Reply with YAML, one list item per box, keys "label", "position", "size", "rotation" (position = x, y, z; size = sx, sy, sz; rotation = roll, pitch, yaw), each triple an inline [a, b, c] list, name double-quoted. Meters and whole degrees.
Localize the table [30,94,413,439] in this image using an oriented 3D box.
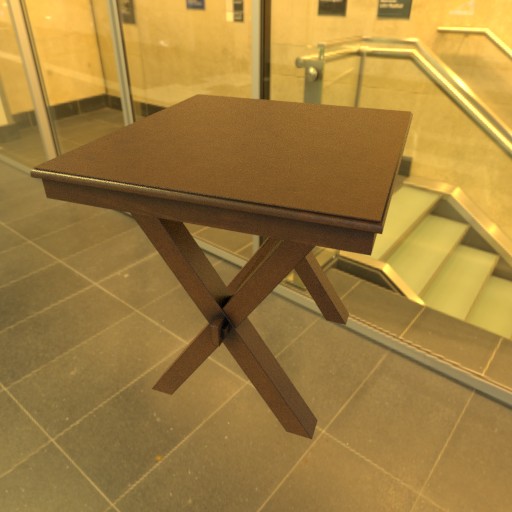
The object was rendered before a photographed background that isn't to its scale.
- label: "table"
  position: [0.000, 0.000, 1.021]
  size: [0.560, 0.562, 0.602]
  rotation: [11, 33, 17]
